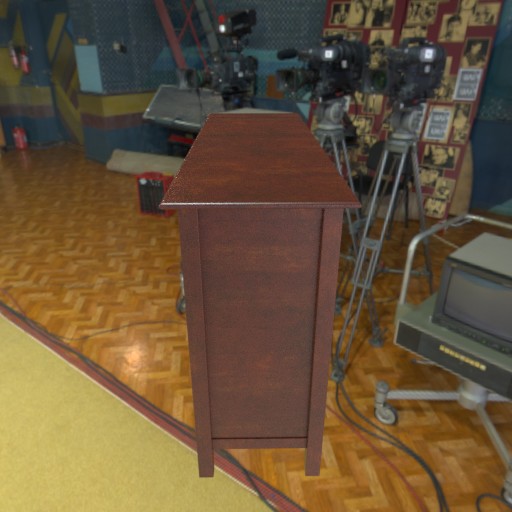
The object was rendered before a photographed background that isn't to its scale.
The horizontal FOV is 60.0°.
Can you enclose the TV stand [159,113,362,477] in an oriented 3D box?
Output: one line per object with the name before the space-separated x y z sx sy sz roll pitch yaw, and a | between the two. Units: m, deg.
TV stand | 0.000 0.000 1.782 0.445 0.915 1.372 0 26 -1
